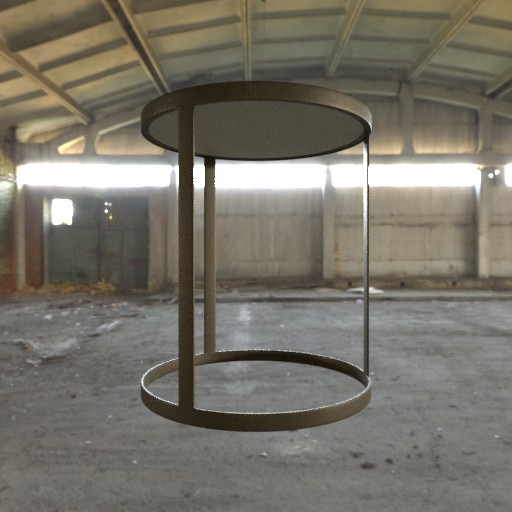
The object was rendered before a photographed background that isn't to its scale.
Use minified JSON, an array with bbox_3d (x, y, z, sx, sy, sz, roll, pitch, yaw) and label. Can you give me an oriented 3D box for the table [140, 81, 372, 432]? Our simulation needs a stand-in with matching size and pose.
[{"bbox_3d":[0.000,0.000,0.952,0.480,0.565,0.480,0,0,0],"label":"table"}]
